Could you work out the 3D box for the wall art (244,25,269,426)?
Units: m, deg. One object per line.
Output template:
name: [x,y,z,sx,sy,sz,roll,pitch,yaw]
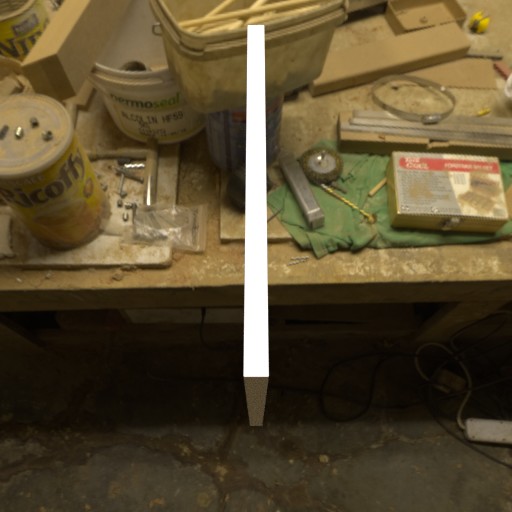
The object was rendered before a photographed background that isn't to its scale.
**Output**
wall art: [0.000,0.000,1.151,0.036,0.760,0.760,0,64,0]
